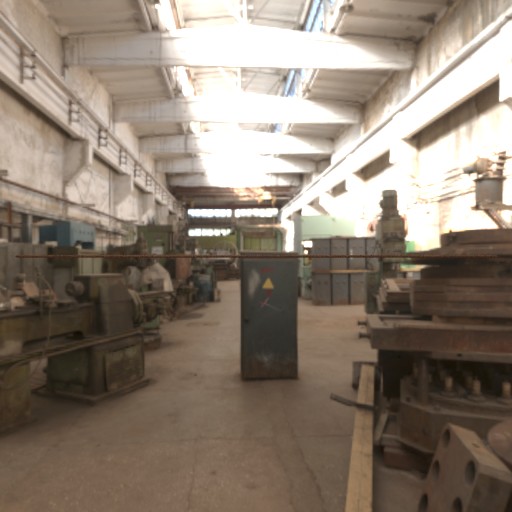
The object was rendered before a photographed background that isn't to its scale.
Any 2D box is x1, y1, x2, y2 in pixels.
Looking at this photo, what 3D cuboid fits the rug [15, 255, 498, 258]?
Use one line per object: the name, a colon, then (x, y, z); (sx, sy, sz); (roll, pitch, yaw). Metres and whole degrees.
rug: (0.000, 0.000, 2.280); (1.829, 0.010, 1.219); (0, 0, -1)
